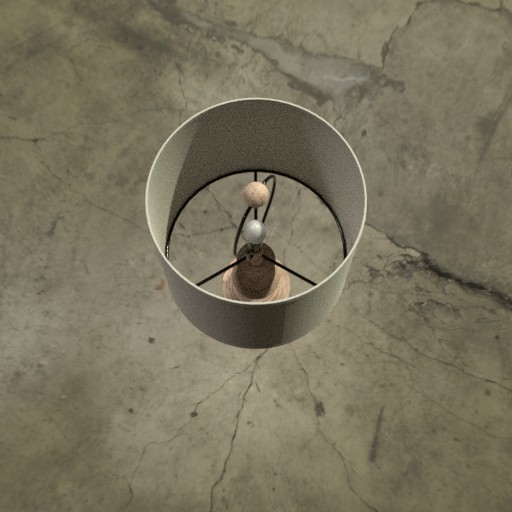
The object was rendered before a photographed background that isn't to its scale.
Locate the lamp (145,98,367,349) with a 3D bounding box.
[{"bbox_3d":[0.000,0.000,0.663,0.273,0.497,0.273,0,75,0],"label":"lamp"}]
